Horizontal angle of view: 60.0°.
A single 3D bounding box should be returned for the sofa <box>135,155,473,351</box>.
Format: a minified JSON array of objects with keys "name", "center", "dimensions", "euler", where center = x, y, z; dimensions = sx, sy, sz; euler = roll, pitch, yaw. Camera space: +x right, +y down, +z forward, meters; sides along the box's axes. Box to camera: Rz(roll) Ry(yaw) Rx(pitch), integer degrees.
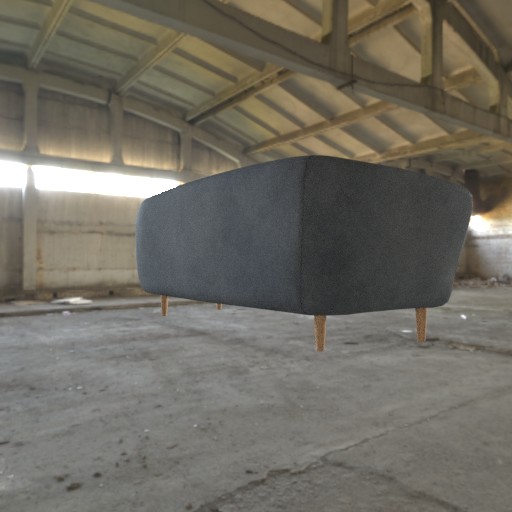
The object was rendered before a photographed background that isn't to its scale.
[{"name":"sofa","center":[0.000,0.000,2.531],"dimensions":[0.849,0.795,2.095],"euler":[1,-1,-37]}]
